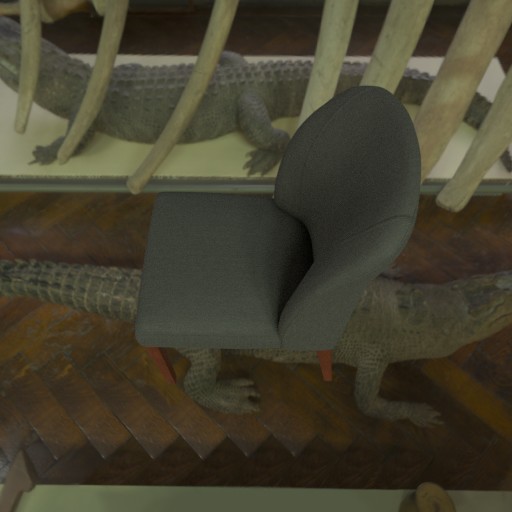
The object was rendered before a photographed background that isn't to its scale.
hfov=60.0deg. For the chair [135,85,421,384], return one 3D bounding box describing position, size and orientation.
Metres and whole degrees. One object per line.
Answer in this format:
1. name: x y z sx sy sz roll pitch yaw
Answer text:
1. chair: 0.000 0.000 1.220 0.619 0.879 0.506 0 57 0
